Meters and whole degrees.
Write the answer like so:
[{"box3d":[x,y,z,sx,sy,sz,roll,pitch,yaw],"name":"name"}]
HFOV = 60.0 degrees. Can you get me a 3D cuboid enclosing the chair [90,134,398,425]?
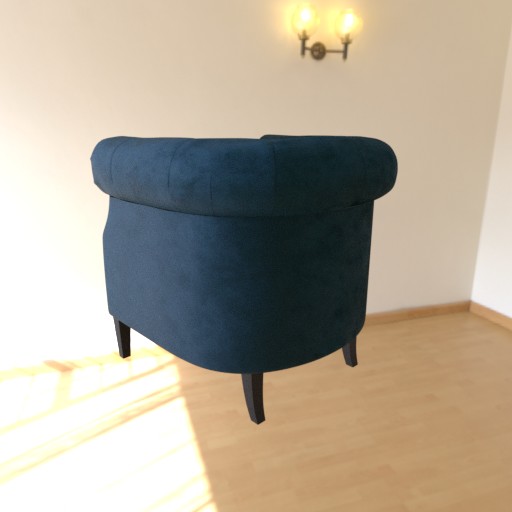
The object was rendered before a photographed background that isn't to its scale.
[{"box3d":[0.000,0.000,1.568,0.904,0.826,0.851,-14,21,-41],"name":"chair"}]
